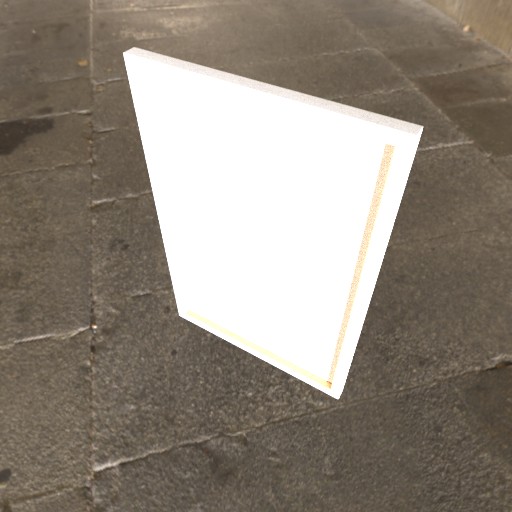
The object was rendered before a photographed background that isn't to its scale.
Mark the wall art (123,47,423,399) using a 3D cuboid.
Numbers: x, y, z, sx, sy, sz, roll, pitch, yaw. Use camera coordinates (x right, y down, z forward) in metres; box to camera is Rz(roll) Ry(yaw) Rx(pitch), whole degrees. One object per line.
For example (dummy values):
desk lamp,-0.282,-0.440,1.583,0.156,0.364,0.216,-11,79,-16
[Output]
wall art,0.000,0.000,1.140,0.607,0.912,0.038,24,51,21
